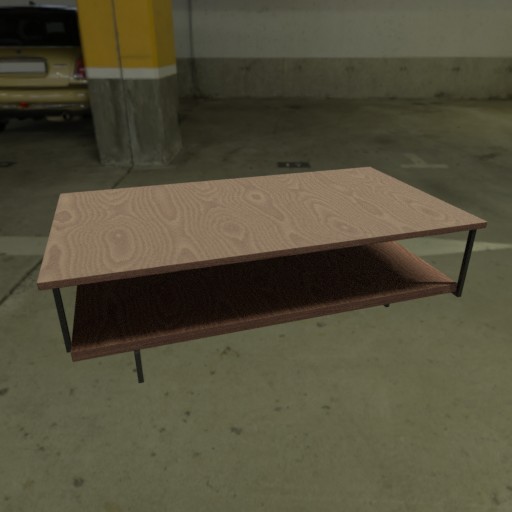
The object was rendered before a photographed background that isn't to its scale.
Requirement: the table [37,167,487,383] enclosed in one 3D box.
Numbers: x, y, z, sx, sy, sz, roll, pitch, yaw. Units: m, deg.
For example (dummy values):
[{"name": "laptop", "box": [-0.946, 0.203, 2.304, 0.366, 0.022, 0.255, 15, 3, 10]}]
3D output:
[{"name": "table", "box": [0.000, 0.000, 1.471, 1.197, 0.347, 0.651, -8, 27, -16]}]
